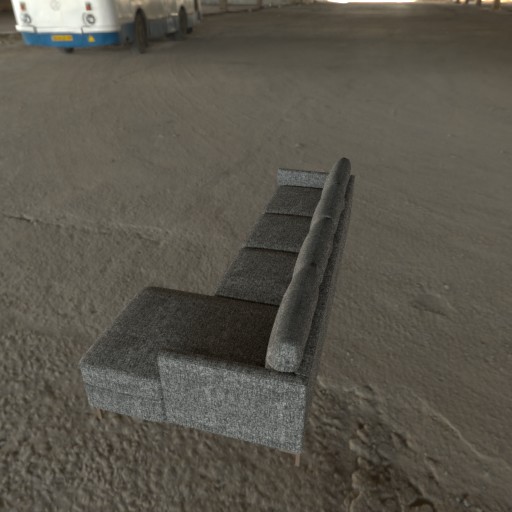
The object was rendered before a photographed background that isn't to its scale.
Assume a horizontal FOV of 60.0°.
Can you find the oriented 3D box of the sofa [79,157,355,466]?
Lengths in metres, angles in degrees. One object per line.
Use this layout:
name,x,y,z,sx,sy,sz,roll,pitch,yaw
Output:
sofa,0.000,0.000,4.090,1.488,0.970,3.384,8,32,13
